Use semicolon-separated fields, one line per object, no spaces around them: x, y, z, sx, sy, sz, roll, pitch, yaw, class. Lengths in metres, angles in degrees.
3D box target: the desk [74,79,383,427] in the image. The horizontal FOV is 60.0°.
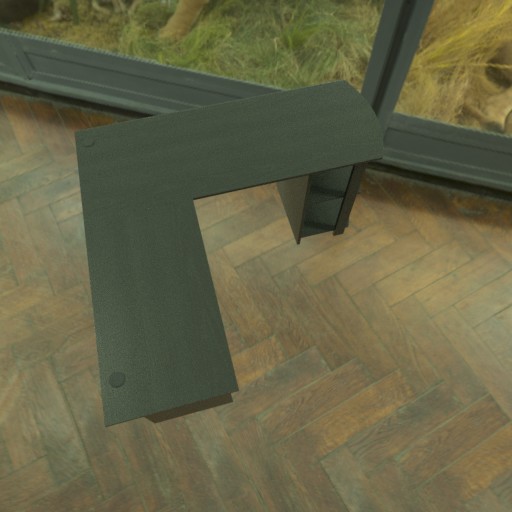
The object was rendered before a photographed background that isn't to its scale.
0.000;0.000;2.122;1.361;0.716;1.303;-13;64;-7;desk
